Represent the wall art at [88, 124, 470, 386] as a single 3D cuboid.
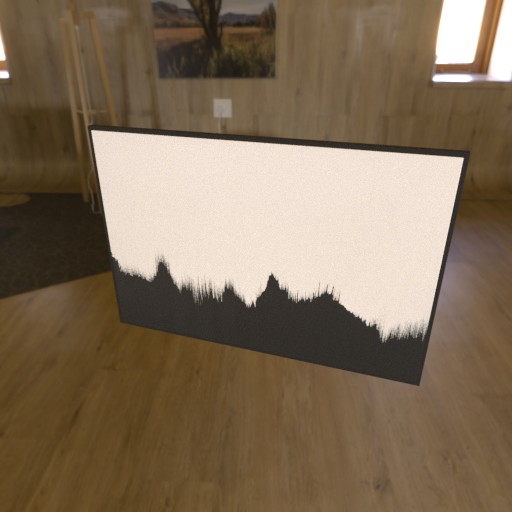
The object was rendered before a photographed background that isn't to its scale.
[{"bbox_3d":[0.000,0.000,1.518,1.190,0.805,0.028,8,28,16],"label":"wall art"}]
